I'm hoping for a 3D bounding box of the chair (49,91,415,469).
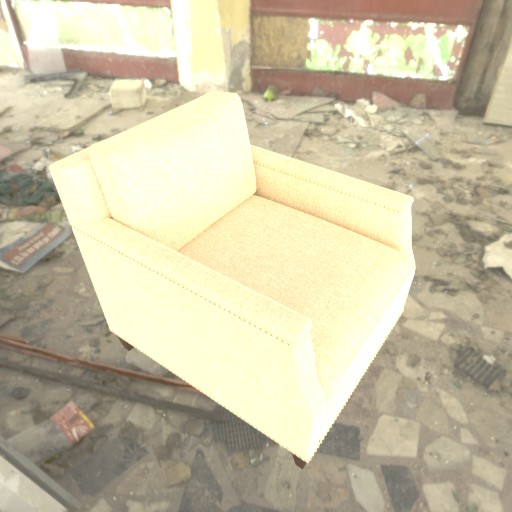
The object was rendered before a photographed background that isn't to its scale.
[{"bbox_3d":[0.000,0.000,1.700,1.041,0.940,0.838,25,46,27],"label":"chair"}]
